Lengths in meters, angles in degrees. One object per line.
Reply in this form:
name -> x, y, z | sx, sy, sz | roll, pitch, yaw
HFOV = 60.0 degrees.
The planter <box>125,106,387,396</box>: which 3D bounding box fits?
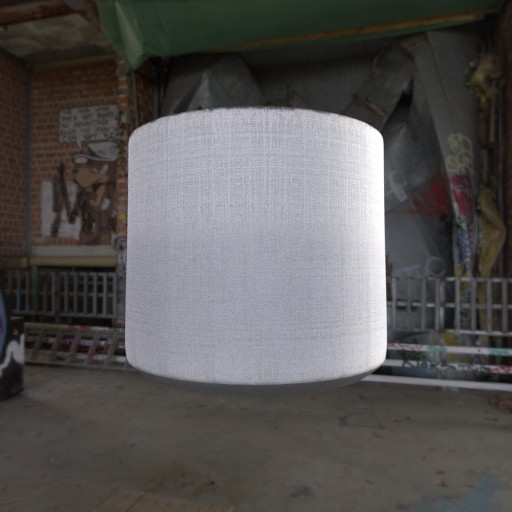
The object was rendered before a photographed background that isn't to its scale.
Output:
planter -> 0.000, 0.000, 0.449 | 0.254, 0.221, 0.254 | 0, -1, 0
